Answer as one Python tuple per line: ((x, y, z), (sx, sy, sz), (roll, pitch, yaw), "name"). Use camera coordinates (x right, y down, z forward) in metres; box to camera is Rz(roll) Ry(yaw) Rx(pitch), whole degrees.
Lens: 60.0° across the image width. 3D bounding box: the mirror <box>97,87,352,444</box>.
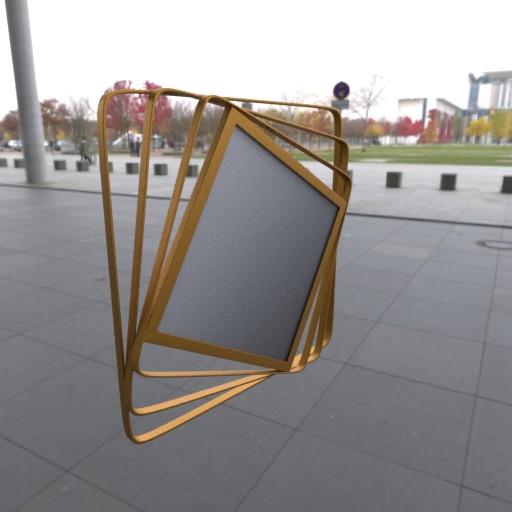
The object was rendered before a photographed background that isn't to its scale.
((0.000, 0.000, 0.690), (0.045, 0.468, 0.470), (14, 20, 43), "mirror")
